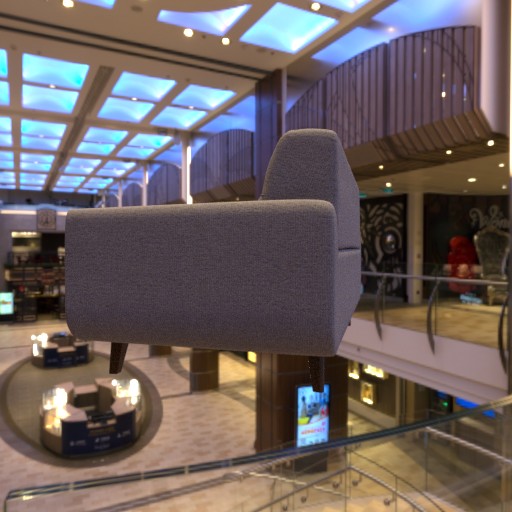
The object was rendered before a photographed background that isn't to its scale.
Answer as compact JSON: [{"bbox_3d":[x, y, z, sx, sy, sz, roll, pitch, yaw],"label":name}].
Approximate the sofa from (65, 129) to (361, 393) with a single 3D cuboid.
[{"bbox_3d":[0.000,0.000,2.121,0.909,0.841,1.631,0,1,16],"label":"sofa"}]
